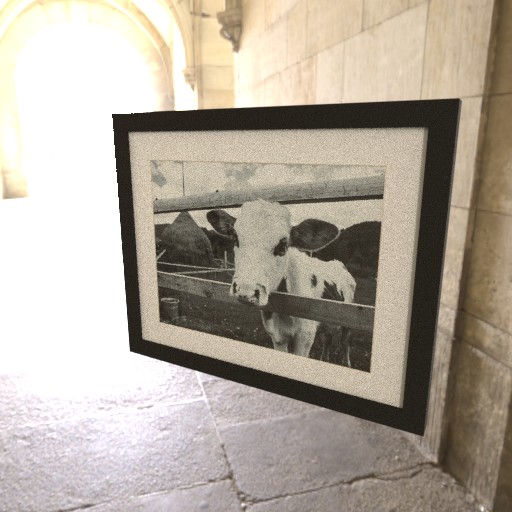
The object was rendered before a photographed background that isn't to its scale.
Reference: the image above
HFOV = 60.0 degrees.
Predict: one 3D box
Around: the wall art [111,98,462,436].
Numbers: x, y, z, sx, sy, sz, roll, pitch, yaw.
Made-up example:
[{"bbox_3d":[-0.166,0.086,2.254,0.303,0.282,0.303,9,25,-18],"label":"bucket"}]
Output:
[{"bbox_3d":[0.000,0.000,0.518,0.404,0.329,0.024,8,16,27],"label":"wall art"}]
